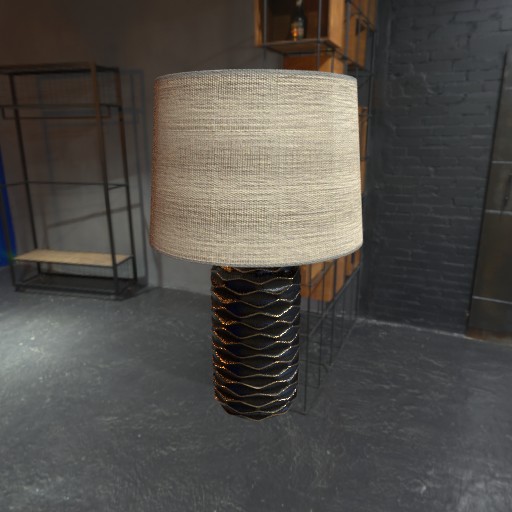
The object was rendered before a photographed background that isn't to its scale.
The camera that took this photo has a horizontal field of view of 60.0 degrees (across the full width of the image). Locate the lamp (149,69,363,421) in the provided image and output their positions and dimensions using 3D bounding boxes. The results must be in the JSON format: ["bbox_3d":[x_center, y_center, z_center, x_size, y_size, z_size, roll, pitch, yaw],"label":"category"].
[{"bbox_3d":[0.000,0.000,0.811,0.376,0.594,0.376,0,16,0],"label":"lamp"}]
